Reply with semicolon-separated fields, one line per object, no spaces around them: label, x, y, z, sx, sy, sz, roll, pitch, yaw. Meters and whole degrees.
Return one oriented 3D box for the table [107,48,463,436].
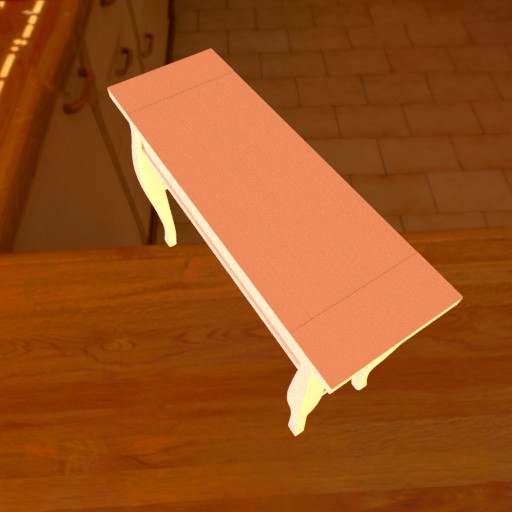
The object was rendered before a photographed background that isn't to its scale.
table;0.000;0.000;1.451;0.373;0.768;1.062;-29;62;-17
